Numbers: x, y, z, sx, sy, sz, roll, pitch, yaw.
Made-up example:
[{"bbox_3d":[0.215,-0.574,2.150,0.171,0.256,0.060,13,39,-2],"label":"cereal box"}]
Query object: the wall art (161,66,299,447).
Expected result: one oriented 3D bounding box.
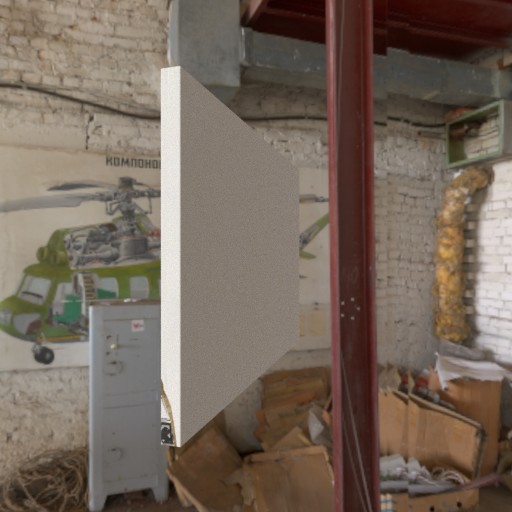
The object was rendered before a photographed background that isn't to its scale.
[{"bbox_3d":[0.000,0.000,1.131,0.038,0.601,0.898,0,0,18],"label":"wall art"}]
